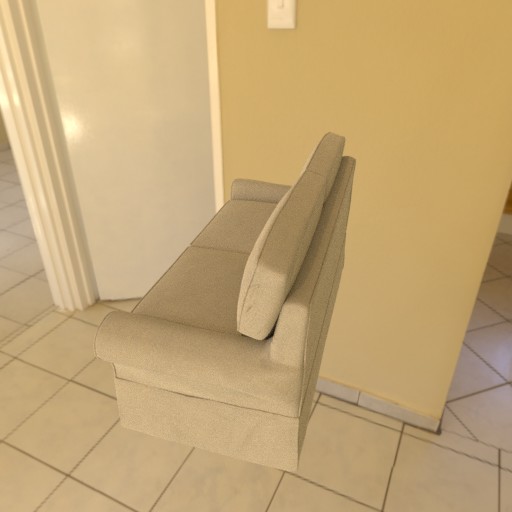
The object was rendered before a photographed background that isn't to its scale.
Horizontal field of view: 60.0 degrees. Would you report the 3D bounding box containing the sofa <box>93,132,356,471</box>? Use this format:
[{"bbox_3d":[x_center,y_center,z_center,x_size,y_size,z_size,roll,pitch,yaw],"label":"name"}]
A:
[{"bbox_3d":[0.000,0.000,2.367,0.841,1.024,1.823,8,31,14],"label":"sofa"}]
